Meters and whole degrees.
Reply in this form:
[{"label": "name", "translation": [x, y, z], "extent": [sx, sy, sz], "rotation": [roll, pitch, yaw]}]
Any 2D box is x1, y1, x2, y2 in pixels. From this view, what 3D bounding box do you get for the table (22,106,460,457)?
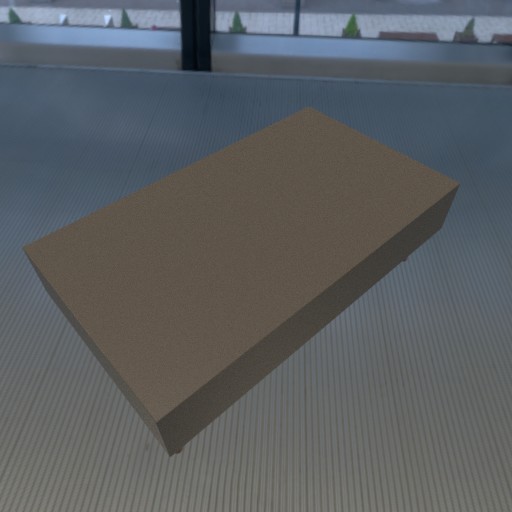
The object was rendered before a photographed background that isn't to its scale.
[{"label": "table", "translation": [0.000, 0.000, 1.524], "extent": [1.201, 0.404, 0.703], "rotation": [-34, 55, -27]}]
